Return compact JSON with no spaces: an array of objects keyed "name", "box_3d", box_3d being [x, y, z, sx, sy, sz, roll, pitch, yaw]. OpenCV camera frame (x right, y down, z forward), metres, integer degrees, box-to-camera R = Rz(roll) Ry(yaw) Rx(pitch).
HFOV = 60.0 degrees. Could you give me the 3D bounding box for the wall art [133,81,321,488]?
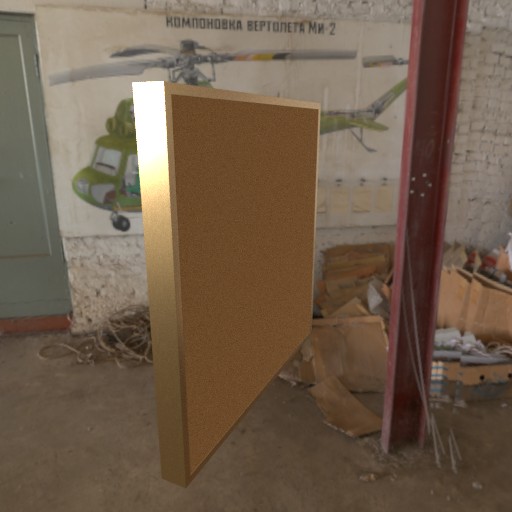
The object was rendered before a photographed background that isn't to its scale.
[{"name":"wall art","box_3d":[0.000,0.000,0.749,0.040,0.509,0.509,8,18,25]}]
